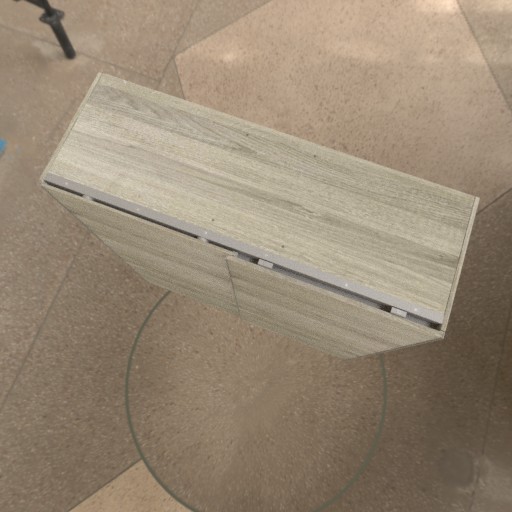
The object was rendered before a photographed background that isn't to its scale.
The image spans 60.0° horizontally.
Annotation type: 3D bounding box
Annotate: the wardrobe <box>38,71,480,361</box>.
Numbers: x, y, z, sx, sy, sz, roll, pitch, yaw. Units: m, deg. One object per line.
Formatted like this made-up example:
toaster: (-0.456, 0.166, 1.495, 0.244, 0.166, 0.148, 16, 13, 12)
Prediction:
wardrobe: (0.000, 0.000, 2.810, 1.780, 1.960, 0.629, 20, 75, 5)
